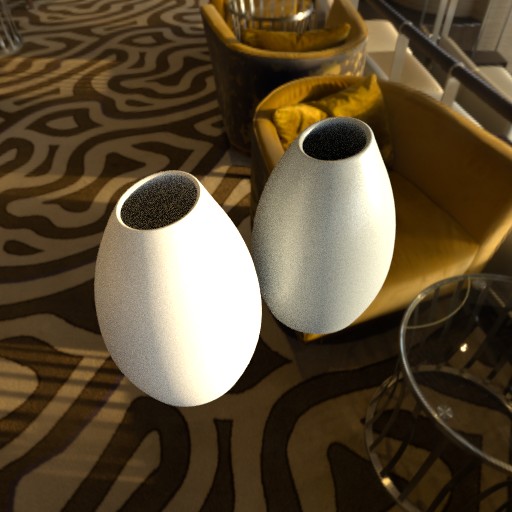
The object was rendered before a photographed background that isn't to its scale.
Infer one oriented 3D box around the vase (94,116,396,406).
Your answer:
[{"bbox_3d":[0.000,0.000,0.256,0.187,0.131,0.089,-24,50,-21],"label":"vase"}]
